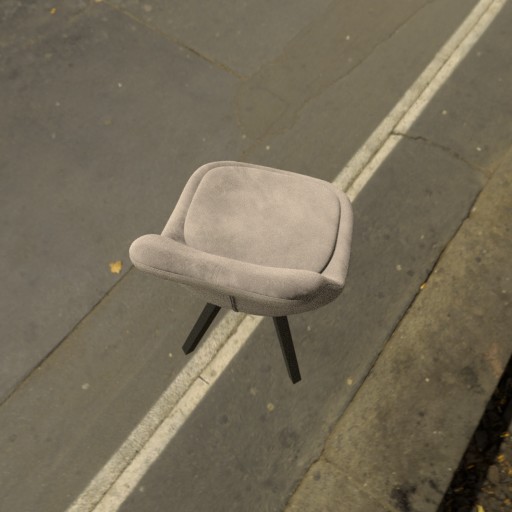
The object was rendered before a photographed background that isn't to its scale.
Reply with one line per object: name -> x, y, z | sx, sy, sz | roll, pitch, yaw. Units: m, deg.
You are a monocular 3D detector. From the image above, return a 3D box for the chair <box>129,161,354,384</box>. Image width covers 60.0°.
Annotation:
chair -> 0.000, 0.000, 1.203 | 0.485, 0.850, 0.550 | 13, 64, 7
